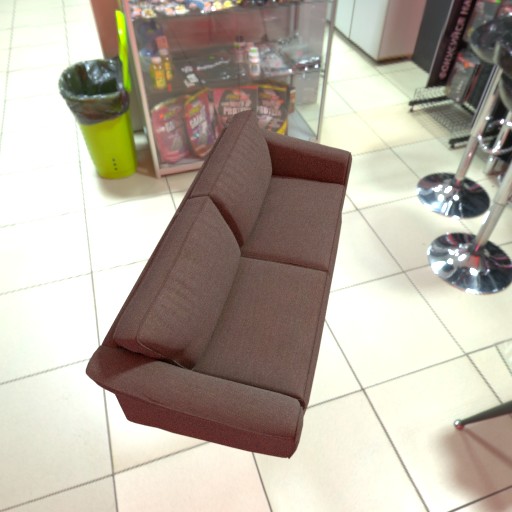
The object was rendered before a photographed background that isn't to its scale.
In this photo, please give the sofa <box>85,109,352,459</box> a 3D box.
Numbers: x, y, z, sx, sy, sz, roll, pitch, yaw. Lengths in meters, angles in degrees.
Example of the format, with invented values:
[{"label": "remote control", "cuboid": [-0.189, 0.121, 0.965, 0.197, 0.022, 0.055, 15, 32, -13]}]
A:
[{"label": "sofa", "cuboid": [0.000, 0.000, 2.783, 0.986, 0.906, 2.270, 11, 48, 10]}]
